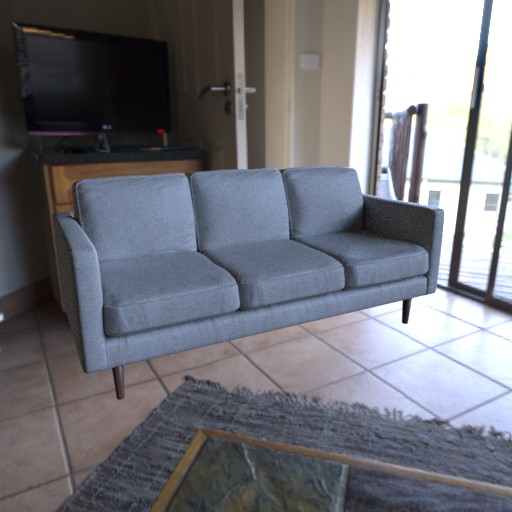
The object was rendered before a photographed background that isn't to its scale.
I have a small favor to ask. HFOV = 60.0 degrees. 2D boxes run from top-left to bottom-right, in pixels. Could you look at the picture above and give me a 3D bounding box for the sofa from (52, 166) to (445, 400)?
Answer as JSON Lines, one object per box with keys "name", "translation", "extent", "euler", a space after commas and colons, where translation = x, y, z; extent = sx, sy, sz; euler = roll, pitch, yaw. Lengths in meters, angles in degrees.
{"name": "sofa", "translation": [0.000, 0.000, 2.487], "extent": [1.983, 0.918, 0.944], "euler": [-8, 18, -26]}
